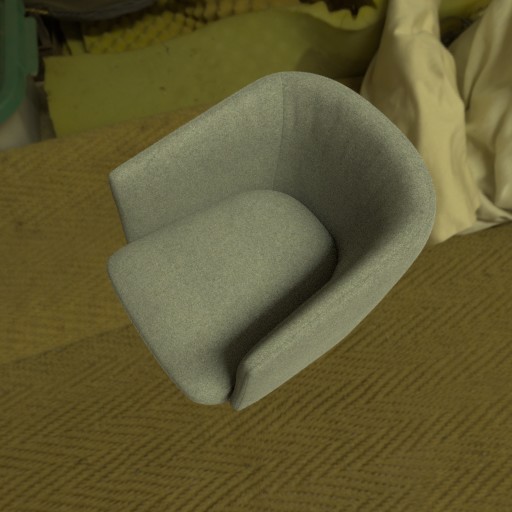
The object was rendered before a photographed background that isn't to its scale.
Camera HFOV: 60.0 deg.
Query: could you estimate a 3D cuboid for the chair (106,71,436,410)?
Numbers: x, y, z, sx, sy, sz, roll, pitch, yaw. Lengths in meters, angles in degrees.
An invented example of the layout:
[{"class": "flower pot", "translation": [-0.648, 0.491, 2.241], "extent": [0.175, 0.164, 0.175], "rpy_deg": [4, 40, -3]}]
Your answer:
[{"class": "chair", "translation": [0.000, 0.000, 1.632], "extent": [0.986, 0.861, 0.822], "rpy_deg": [-33, 69, -15]}]
